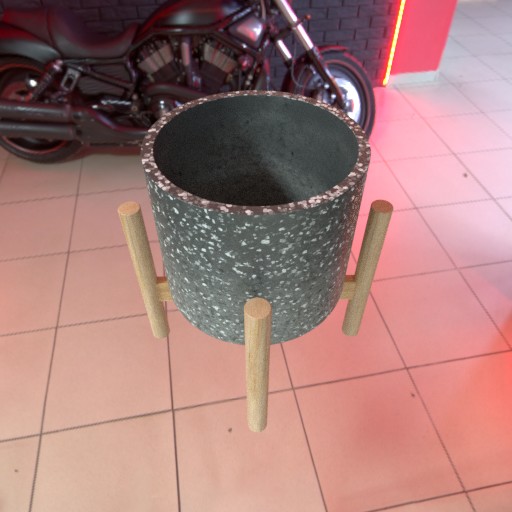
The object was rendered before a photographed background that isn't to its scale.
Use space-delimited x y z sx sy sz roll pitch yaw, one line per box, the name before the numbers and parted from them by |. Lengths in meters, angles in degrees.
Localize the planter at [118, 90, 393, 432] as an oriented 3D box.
planter | 0.000 0.000 0.548 0.284 0.320 0.284 16 48 15
